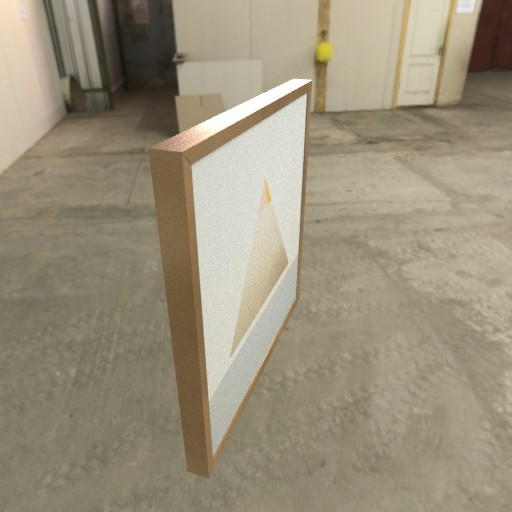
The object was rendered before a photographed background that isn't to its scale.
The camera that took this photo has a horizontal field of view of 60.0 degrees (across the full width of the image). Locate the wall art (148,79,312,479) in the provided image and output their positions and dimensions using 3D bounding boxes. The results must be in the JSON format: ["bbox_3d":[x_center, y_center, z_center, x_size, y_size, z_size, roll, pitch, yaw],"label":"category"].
[{"bbox_3d":[0.000,0.000,0.772,0.038,0.511,0.513,10,31,18],"label":"wall art"}]
